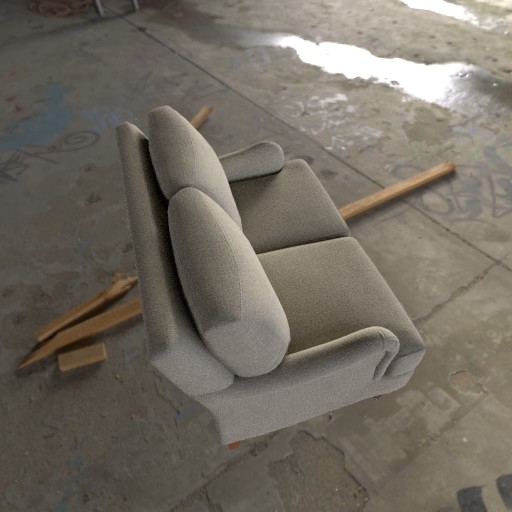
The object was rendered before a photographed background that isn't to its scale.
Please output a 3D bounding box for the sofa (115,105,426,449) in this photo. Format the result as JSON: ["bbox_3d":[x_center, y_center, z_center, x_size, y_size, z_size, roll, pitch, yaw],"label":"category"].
[{"bbox_3d":[0.000,0.000,2.181,1.087,0.999,1.480,-12,47,-11],"label":"sofa"}]
